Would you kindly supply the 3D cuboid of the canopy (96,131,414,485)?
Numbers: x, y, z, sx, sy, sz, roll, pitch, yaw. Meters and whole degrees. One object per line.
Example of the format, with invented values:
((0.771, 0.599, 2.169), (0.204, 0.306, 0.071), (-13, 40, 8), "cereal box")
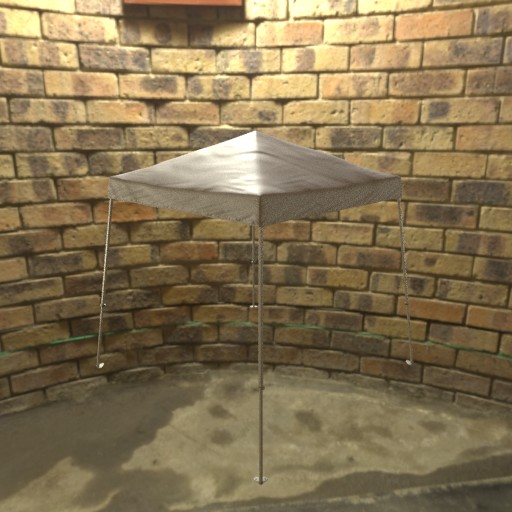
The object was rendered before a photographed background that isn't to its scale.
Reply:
((0.000, 0.000, 6.632), (3.600, 3.600, 3.599), (14, 21, 42), "canopy")
